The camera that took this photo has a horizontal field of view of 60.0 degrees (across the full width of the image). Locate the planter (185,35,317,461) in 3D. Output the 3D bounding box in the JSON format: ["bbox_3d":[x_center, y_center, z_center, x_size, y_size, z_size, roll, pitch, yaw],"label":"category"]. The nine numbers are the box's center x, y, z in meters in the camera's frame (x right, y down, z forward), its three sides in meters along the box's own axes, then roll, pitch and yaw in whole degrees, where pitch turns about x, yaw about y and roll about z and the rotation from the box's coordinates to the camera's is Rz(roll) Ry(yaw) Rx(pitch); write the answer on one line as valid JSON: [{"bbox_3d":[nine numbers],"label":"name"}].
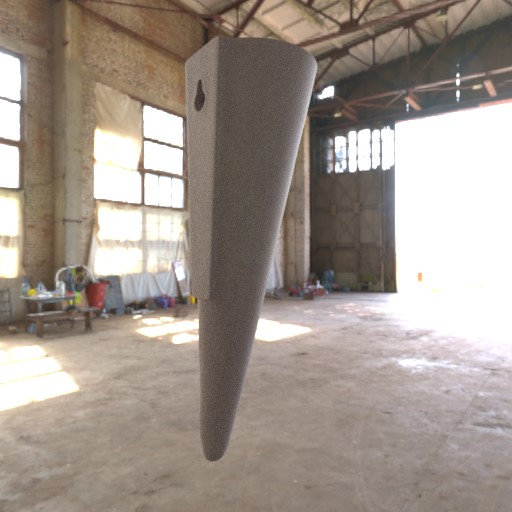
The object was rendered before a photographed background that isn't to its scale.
[{"bbox_3d":[0.000,0.000,0.301,0.087,0.259,0.078,0,0,-35],"label":"planter"}]
